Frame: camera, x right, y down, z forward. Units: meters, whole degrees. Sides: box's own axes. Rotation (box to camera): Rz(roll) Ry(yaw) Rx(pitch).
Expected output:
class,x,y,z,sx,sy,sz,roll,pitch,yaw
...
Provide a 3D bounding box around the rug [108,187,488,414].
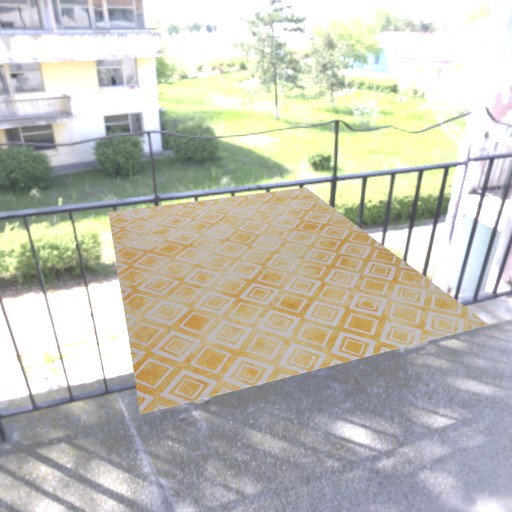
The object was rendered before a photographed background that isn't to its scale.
class,x,y,z,sx,sy,sz,roll,pitch,yaw
rug,0.000,0.000,4.054,2.433,0.011,3.037,-10,30,-17
